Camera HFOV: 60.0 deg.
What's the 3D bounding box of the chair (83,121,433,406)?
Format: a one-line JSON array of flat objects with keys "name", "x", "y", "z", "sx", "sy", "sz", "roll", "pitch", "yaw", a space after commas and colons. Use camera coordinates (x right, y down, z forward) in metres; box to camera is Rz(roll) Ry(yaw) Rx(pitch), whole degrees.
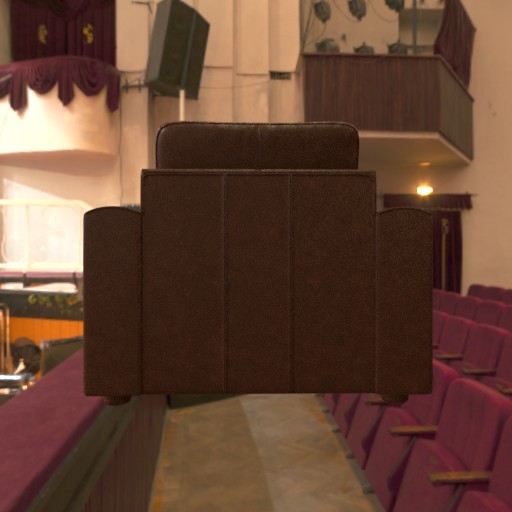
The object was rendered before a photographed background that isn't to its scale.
[{"name": "chair", "x": 0.000, "y": 0.000, "z": 1.761, "sx": 1.005, "sy": 0.873, "sz": 1.016, "roll": 0, "pitch": 0, "yaw": -1}]
